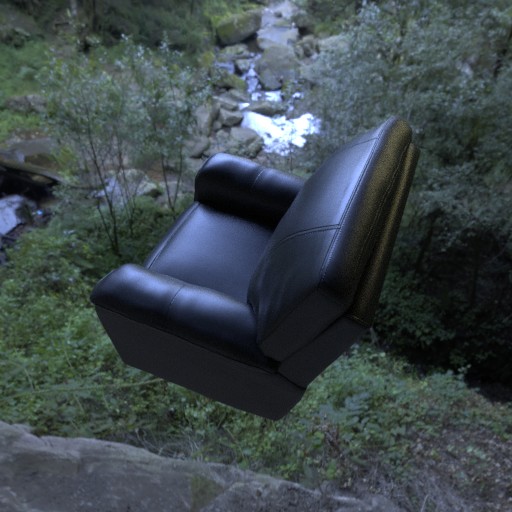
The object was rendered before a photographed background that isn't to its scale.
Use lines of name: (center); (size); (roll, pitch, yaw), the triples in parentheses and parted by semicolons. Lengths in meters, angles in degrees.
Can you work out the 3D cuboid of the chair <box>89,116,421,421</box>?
chair: (0.000, 0.000, 1.954); (1.087, 1.109, 1.096); (17, 48, 15)
